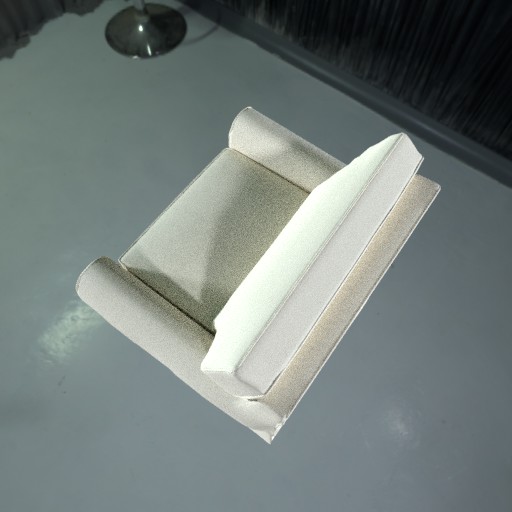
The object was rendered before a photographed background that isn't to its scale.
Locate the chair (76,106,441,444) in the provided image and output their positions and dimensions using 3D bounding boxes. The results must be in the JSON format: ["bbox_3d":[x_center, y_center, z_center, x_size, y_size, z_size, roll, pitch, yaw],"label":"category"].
[{"bbox_3d":[0.000,0.000,1.767,0.904,0.958,1.099,34,69,15],"label":"chair"}]
